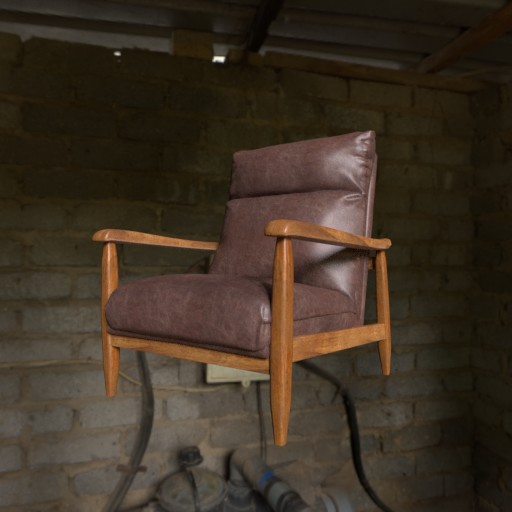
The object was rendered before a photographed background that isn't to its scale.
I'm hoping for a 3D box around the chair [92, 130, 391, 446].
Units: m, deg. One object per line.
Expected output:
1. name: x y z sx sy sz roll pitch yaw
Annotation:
1. chair: 0.000 0.000 1.533 0.782 0.897 0.830 0 0 35
